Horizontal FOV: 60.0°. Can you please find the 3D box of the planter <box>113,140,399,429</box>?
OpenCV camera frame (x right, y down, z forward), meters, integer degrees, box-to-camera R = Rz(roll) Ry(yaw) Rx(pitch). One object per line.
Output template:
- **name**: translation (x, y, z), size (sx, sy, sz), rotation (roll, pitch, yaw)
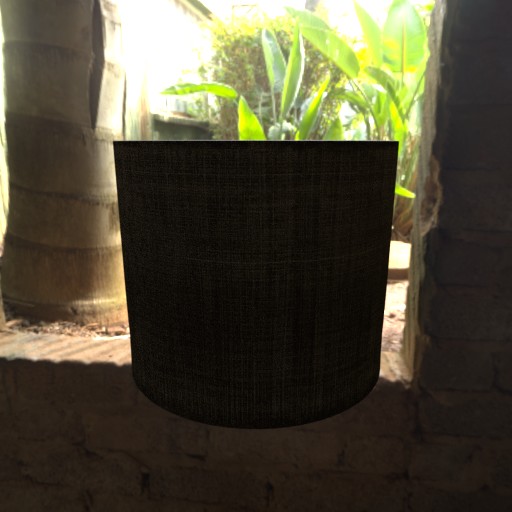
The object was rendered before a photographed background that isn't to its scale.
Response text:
- **planter**: translation (0.000, 0.000, 0.439), size (0.254, 0.221, 0.254), rotation (0, 14, 0)
